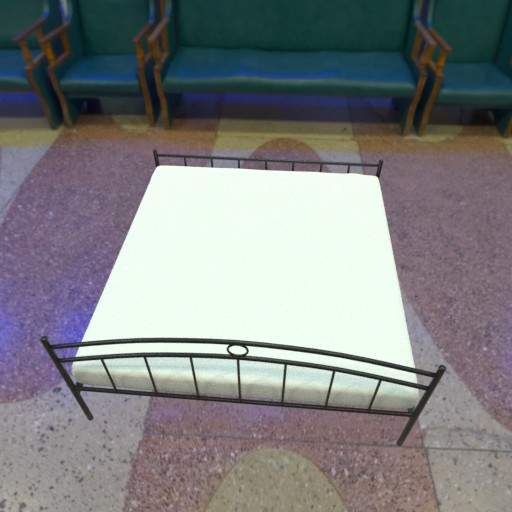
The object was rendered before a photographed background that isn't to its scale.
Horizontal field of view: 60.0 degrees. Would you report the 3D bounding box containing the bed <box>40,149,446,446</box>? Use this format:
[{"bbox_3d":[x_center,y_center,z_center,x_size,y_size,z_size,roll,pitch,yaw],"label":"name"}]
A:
[{"bbox_3d":[0.000,0.000,3.011,1.880,0.940,2.040,3,45,3],"label":"bed"}]
